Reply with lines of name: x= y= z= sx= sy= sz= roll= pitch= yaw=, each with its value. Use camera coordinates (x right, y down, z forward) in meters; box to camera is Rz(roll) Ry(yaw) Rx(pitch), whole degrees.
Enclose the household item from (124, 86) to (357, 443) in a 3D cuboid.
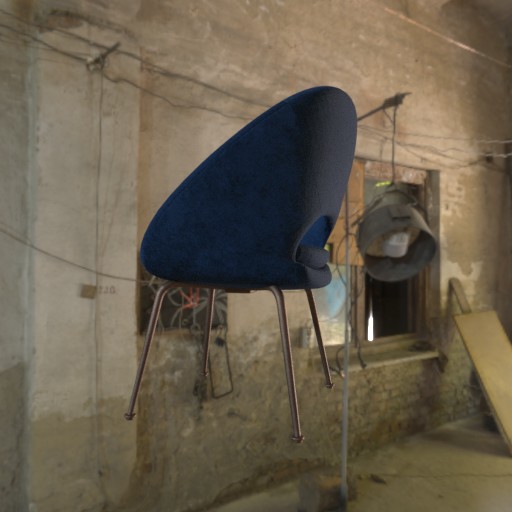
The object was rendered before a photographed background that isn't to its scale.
household item: x=0.000 y=0.000 z=1.289 sx=0.573 sy=0.852 sz=0.623 roll=0 pitch=0 yaw=19
